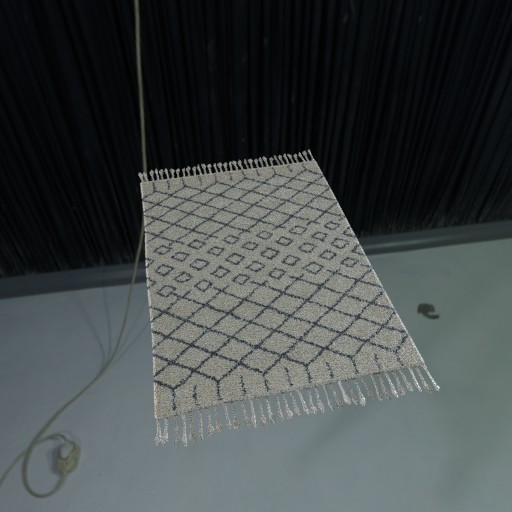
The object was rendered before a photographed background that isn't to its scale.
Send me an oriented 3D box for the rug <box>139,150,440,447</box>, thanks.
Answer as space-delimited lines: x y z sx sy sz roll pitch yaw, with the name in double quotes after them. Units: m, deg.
0.000 0.000 3.349 1.664 0.029 2.615 -9 47 -8 "rug"
